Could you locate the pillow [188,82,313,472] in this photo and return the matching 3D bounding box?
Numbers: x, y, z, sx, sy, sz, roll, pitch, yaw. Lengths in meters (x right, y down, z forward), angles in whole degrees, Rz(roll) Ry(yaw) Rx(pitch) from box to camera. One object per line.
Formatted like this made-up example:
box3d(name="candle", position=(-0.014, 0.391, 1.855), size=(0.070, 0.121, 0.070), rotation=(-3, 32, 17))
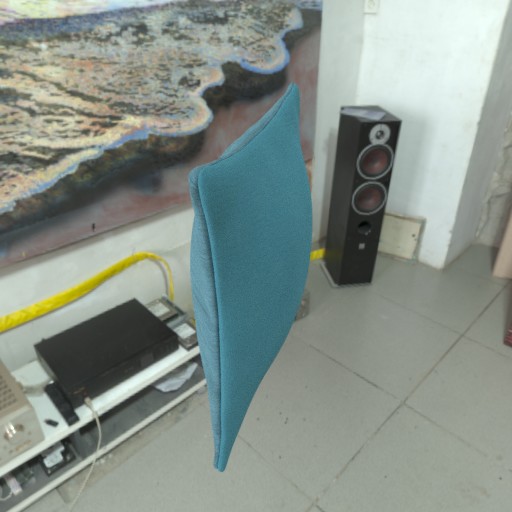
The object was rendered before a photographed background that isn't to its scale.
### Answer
box3d(name="pillow", position=(0.000, 0.000, 0.652), size=(0.151, 0.415, 0.433), rotation=(8, 32, 13))
